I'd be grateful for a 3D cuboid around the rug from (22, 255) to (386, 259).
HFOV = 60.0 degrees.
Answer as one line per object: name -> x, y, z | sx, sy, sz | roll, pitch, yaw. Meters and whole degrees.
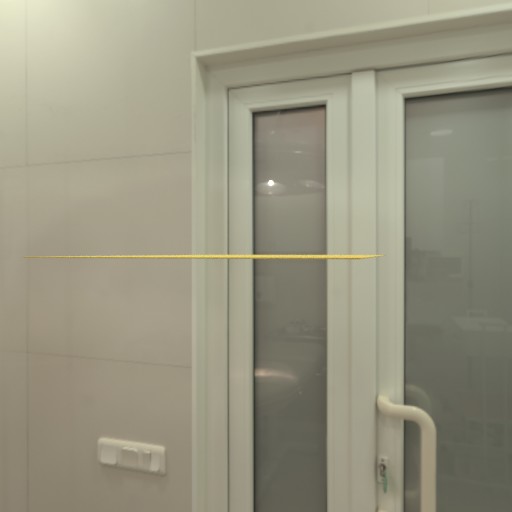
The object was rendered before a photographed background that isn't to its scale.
rug -> 0.000, 0.000, 3.711 | 1.981, 0.006, 2.895 | 0, 0, 19
